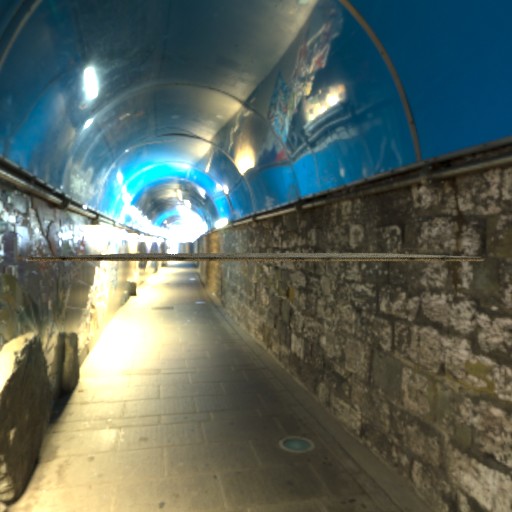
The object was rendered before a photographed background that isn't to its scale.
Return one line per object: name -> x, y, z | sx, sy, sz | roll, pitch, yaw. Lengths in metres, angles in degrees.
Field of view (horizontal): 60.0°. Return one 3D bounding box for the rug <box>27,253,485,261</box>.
rug -> 0.000, 0.000, 4.067 | 3.000, 0.026, 2.399 | 0, 1, 0
